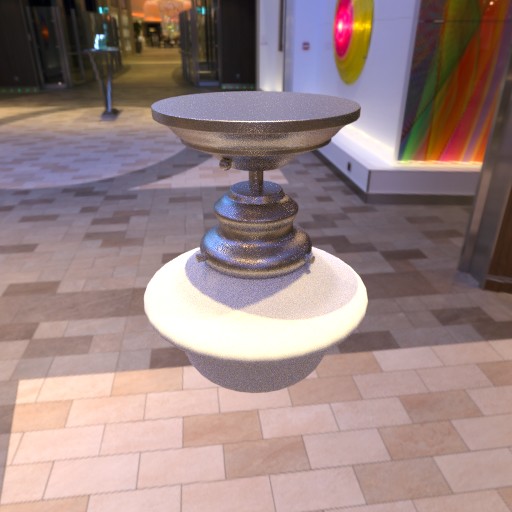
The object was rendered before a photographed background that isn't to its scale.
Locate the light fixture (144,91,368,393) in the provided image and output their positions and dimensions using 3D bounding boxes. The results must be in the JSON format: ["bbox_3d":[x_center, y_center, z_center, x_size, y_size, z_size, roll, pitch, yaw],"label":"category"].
[{"bbox_3d":[0.000,0.000,0.385,0.199,0.254,0.199,0,27,0],"label":"light fixture"}]
